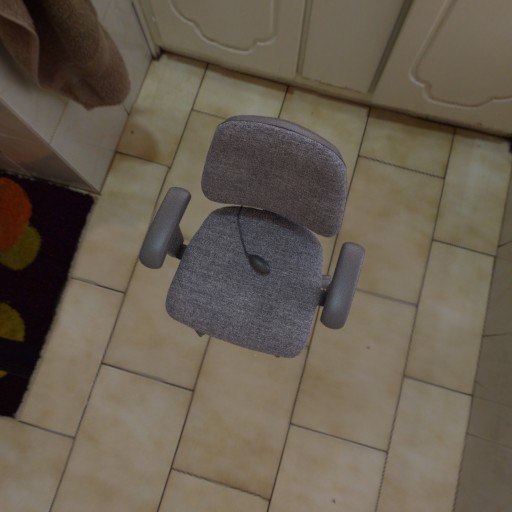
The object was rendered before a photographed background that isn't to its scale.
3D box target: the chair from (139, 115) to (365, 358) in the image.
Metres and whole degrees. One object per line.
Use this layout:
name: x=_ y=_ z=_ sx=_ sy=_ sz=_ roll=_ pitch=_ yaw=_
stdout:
chair: x=0.000 y=0.000 z=1.258 sx=0.550 sy=0.910 sz=0.530 roll=18 pitch=78 yaw=4
